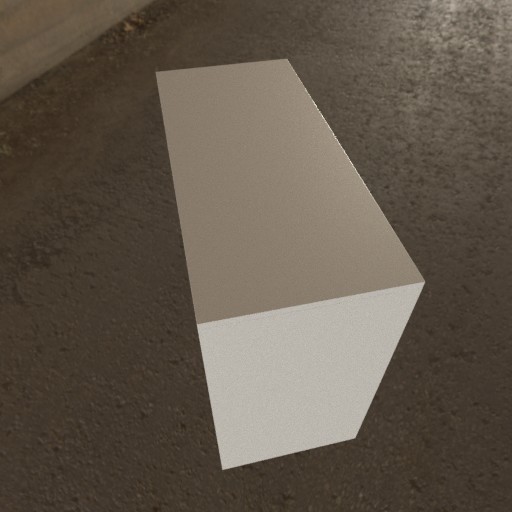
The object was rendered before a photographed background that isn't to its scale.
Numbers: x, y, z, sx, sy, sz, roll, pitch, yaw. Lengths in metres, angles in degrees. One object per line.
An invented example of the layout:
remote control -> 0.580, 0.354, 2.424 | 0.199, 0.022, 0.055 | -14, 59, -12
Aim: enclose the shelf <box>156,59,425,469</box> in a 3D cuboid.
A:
shelf -> 0.000, 0.000, 1.298 | 0.396, 0.732, 0.895 | -10, 48, -9
